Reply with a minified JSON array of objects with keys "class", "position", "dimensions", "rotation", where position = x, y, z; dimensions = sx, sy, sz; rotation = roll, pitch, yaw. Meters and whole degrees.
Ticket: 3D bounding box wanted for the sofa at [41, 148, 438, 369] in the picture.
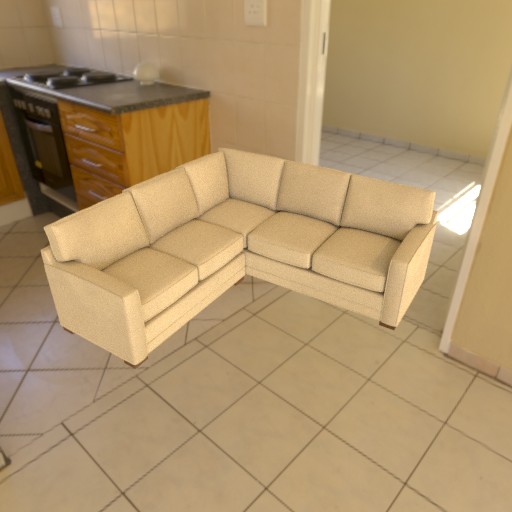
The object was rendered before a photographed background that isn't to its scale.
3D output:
[{"class":"sofa","position":[0.000,0.000,3.466],"dimensions":[2.189,0.939,2.182],"rotation":[18,35,28]}]
